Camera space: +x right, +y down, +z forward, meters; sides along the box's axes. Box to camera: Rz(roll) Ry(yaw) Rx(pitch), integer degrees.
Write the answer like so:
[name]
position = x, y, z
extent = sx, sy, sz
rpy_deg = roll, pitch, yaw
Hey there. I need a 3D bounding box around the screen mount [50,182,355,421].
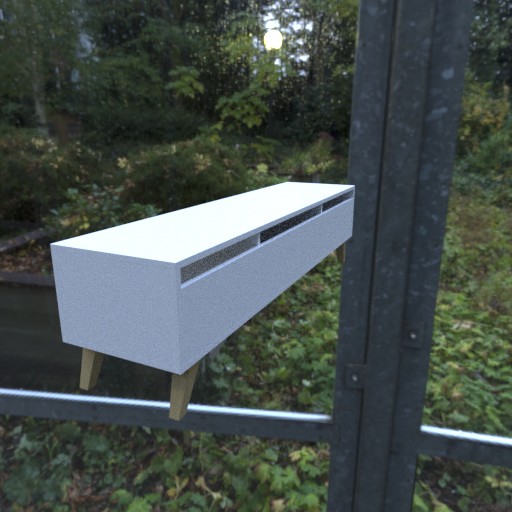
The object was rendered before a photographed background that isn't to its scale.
[screen mount]
position = 0.000, 0.000, 1.847
extent = 0.399, 0.432, 1.644
rpy_deg = 8, 17, 25
